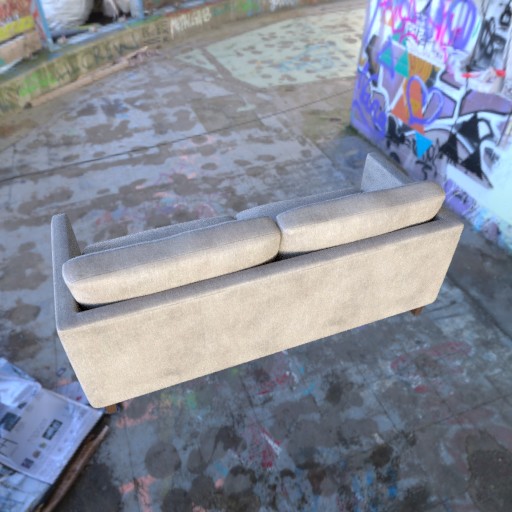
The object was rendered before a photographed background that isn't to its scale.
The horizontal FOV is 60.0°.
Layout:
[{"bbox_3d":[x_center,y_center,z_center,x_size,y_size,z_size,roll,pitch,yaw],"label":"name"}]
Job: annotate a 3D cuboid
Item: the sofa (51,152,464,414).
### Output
[{"bbox_3d":[0.000,0.000,2.702,2.208,0.965,0.951,-14,43,-16],"label":"sofa"}]
